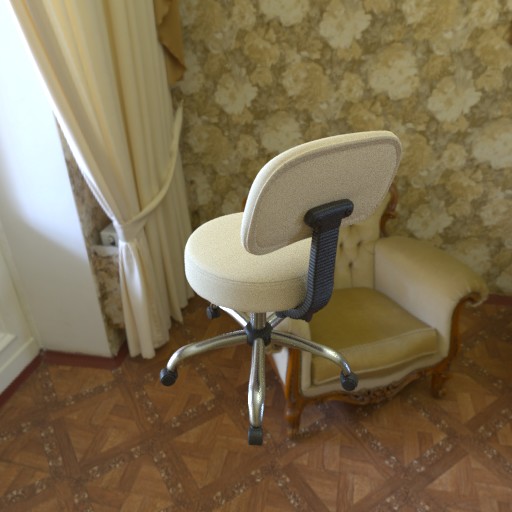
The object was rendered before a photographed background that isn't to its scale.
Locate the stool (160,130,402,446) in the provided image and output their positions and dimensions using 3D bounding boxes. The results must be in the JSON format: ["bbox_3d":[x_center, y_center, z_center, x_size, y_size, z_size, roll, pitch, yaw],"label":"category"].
[{"bbox_3d":[0.000,0.000,1.260,0.609,0.810,0.616,-19,35,-29],"label":"stool"}]
